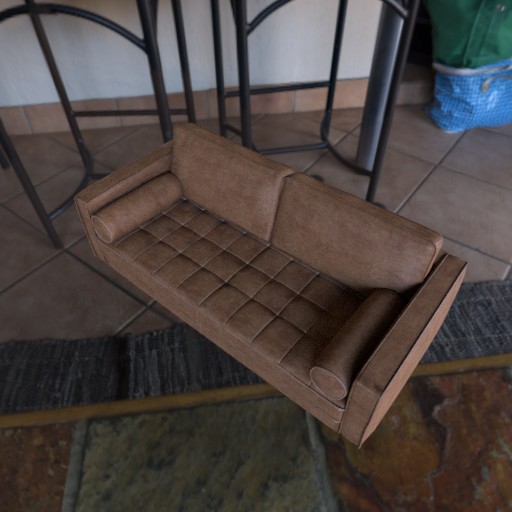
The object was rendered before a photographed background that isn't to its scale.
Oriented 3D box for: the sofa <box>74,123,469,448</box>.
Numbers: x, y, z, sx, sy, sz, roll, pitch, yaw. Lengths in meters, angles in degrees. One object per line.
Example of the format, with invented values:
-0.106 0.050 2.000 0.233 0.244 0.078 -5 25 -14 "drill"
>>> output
0.000 0.000 2.413 1.920 0.825 0.924 30 53 26 "sofa"
